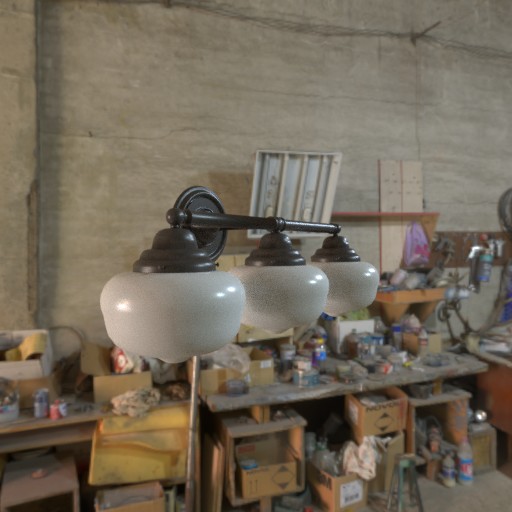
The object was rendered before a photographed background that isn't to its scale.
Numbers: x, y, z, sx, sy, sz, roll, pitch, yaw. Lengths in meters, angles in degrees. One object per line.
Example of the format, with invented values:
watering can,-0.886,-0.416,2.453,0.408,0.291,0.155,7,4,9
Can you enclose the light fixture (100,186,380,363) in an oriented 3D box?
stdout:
light fixture,0.000,0.000,0.706,0.239,0.242,0.587,1,1,36
